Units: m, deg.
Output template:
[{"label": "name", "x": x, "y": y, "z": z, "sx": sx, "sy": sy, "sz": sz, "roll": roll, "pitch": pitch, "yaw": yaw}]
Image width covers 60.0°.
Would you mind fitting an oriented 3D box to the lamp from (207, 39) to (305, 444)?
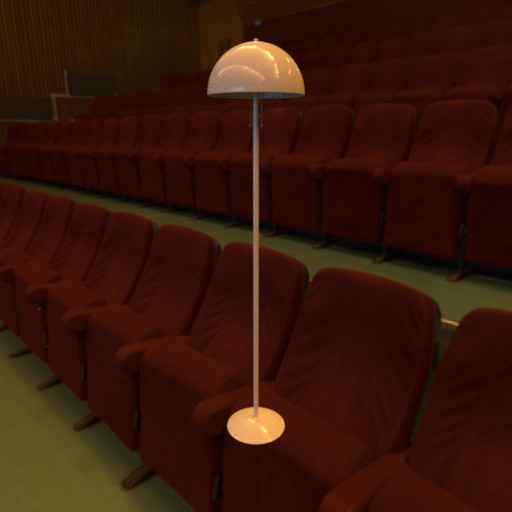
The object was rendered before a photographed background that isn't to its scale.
[{"label": "lamp", "x": 0.000, "y": 0.000, "z": 1.659, "sx": 0.328, "sy": 1.480, "sz": 0.328, "roll": -16, "pitch": 22, "yaw": -43}]
